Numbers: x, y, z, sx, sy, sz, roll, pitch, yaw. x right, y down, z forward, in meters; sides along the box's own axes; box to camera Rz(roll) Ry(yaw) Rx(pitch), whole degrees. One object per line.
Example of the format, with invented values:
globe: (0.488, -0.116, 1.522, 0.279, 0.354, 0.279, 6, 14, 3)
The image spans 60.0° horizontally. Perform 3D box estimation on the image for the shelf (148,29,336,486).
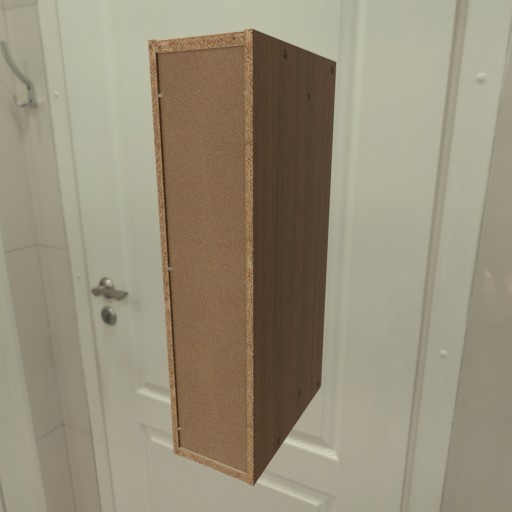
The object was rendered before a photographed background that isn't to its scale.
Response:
shelf: (0.000, 0.000, 0.712, 0.147, 0.600, 0.290, 8, 18, 26)
